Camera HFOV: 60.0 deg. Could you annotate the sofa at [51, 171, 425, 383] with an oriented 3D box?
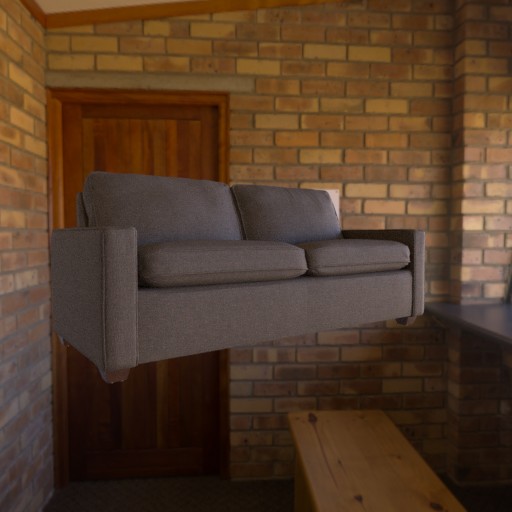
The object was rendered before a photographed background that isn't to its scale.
[{"bbox_3d":[0.000,0.000,2.594,2.080,0.919,0.940,-2,3,-36],"label":"sofa"}]
